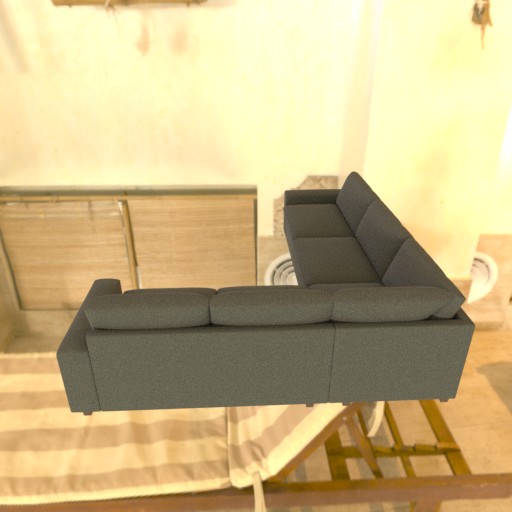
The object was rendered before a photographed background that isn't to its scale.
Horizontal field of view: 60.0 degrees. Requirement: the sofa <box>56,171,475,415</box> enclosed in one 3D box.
[{"bbox_3d":[0.000,0.000,4.583,2.895,0.965,3.277,-1,27,-2],"label":"sofa"}]
